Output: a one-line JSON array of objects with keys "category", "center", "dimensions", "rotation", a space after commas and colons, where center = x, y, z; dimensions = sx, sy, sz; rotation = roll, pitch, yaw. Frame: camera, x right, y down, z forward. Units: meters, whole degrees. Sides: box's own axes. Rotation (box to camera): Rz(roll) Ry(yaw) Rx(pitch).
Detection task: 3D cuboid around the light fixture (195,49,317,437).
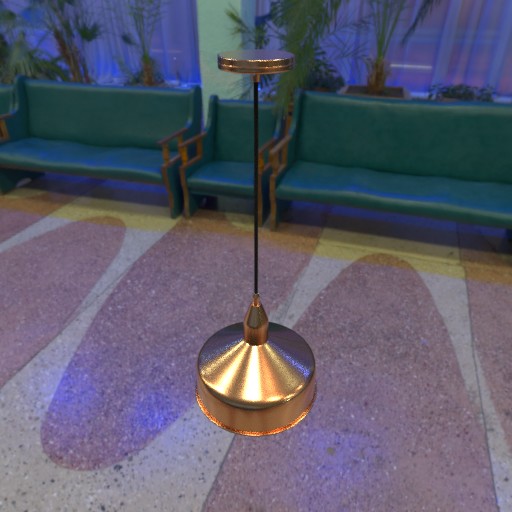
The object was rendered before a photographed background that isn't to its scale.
[{"category": "light fixture", "center": [0.000, 0.000, 0.903], "dimensions": [0.301, 0.754, 0.301], "rotation": [11, 34, 17]}]
